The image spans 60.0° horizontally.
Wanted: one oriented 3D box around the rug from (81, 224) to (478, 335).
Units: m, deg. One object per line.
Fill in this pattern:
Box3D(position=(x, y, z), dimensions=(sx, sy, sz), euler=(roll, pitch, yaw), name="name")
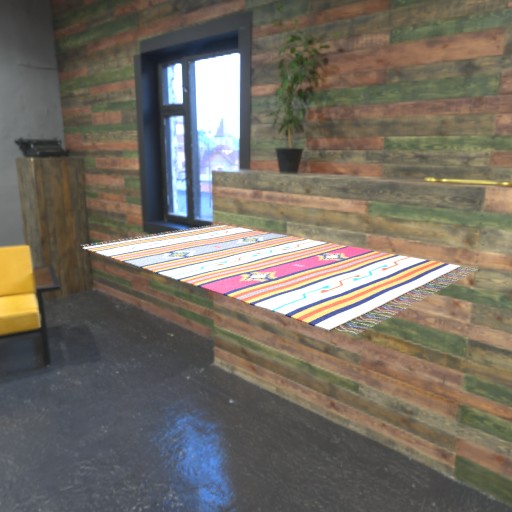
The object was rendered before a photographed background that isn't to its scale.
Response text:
Box3D(position=(0.000, 0.000, 2.306), dimensions=(1.849, 0.013, 1.084), euler=(13, 18, 43), name="rug")
